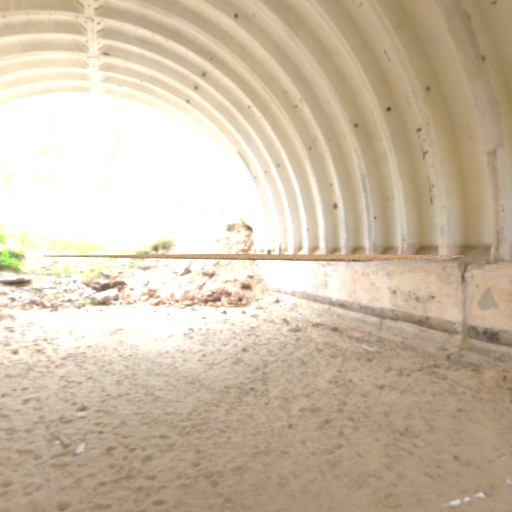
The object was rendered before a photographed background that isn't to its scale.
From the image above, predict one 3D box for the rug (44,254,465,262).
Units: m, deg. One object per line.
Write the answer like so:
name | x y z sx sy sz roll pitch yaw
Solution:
rug | 0.000 0.000 4.227 3.200 0.012 2.438 1 1 36
